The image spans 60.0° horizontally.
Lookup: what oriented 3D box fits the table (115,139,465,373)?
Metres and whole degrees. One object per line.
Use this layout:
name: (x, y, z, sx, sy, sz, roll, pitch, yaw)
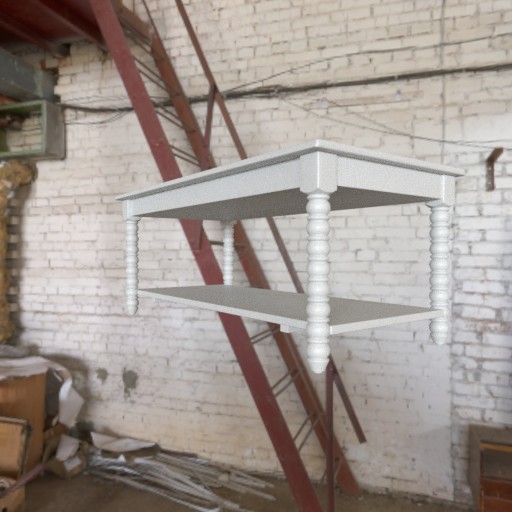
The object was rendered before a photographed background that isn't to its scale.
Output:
table: (0.000, 0.000, 1.522, 0.580, 0.487, 1.171, -1, 1, -37)
